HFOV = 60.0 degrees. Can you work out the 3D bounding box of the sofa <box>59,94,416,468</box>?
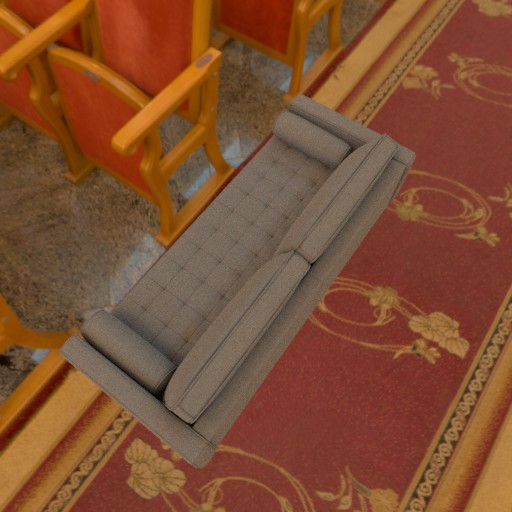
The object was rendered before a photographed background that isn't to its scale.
[{"bbox_3d":[0.000,0.000,2.657,0.914,0.762,2.198,33,68,15],"label":"sofa"}]
